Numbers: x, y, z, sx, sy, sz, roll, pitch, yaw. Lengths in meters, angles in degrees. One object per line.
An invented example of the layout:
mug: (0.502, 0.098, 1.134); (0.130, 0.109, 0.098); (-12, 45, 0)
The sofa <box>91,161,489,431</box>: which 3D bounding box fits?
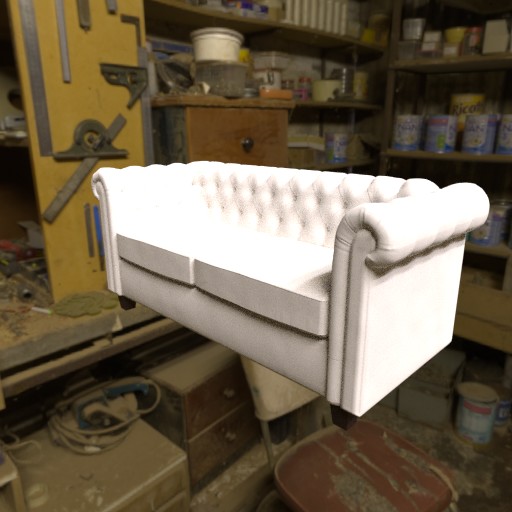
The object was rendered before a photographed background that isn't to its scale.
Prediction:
sofa: (0.000, 0.000, 2.145); (1.798, 0.796, 0.771); (16, 22, 42)
